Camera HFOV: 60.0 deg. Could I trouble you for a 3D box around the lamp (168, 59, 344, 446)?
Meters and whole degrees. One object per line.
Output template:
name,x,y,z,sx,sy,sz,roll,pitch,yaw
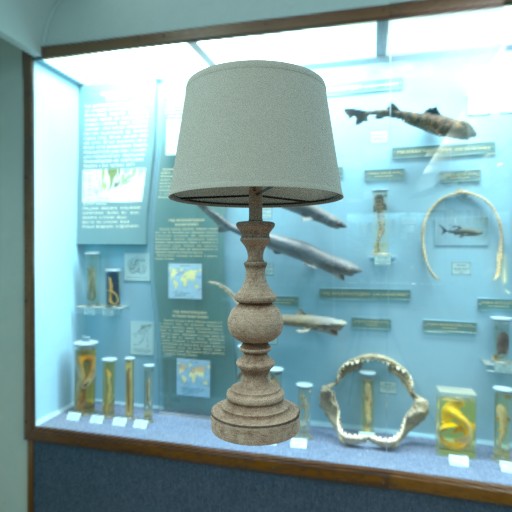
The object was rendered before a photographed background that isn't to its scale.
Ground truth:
lamp,0.000,0.000,0.876,0.340,0.678,0.340,0,0,0
